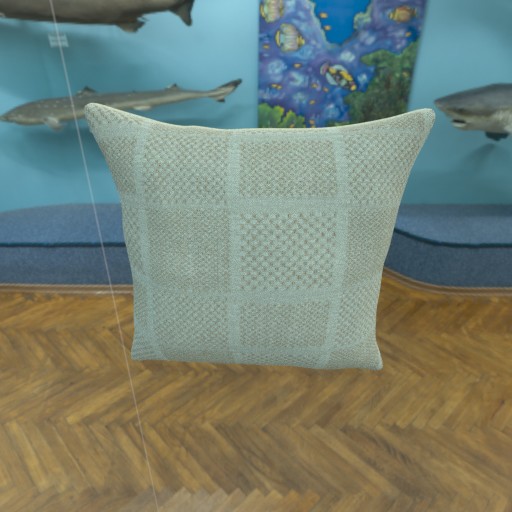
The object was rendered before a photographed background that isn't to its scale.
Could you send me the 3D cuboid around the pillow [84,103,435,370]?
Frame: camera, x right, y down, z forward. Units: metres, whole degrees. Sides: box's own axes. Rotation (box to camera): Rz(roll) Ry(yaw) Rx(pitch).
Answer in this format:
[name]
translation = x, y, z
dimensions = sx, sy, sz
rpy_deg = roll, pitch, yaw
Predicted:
[pillow]
translation = 0.000, 0.000, 0.658
dimensions = 0.436, 0.432, 0.138
rpy_deg = 2, 32, 3
